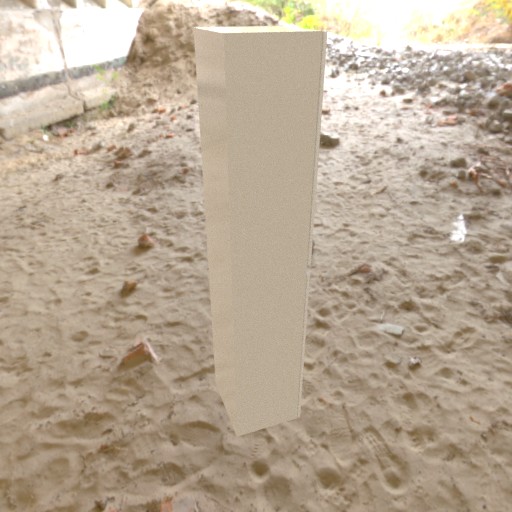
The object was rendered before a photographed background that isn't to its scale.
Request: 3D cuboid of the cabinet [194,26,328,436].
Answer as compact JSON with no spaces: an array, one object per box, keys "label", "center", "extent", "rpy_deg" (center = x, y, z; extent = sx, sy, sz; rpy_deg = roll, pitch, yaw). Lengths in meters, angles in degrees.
[{"label":"cabinet","center":[0.000,0.000,1.534],"extent":[0.270,1.400,0.300],"rpy_deg":[-10,31,-18]}]
